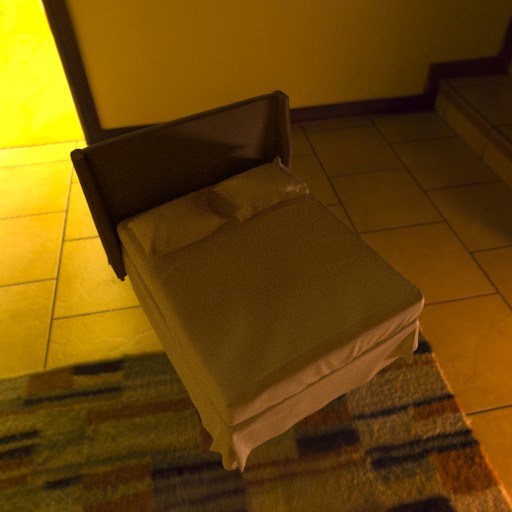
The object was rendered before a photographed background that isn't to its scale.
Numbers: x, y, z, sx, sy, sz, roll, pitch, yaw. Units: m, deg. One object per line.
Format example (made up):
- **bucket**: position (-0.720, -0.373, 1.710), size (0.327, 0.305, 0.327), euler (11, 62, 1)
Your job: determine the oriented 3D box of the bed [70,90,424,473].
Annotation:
- **bed**: position (0.000, 0.000, 3.457), size (1.925, 1.332, 2.276), euler (-24, 51, -21)
